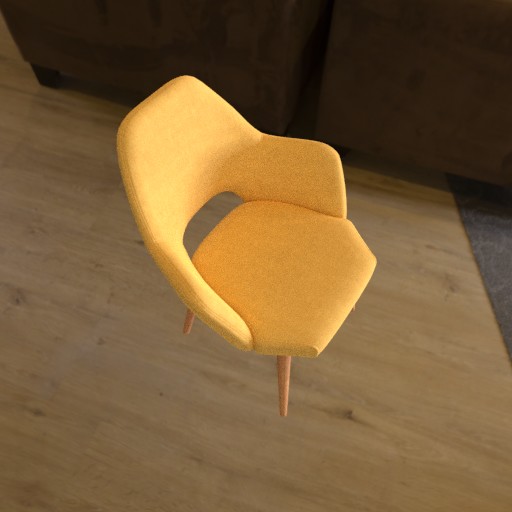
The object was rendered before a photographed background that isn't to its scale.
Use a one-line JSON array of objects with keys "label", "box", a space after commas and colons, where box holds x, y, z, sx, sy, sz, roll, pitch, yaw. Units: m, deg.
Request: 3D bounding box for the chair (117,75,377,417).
[{"label": "chair", "box": [0.000, 0.000, 1.271, 0.610, 0.840, 0.590, 31, 63, 18]}]
